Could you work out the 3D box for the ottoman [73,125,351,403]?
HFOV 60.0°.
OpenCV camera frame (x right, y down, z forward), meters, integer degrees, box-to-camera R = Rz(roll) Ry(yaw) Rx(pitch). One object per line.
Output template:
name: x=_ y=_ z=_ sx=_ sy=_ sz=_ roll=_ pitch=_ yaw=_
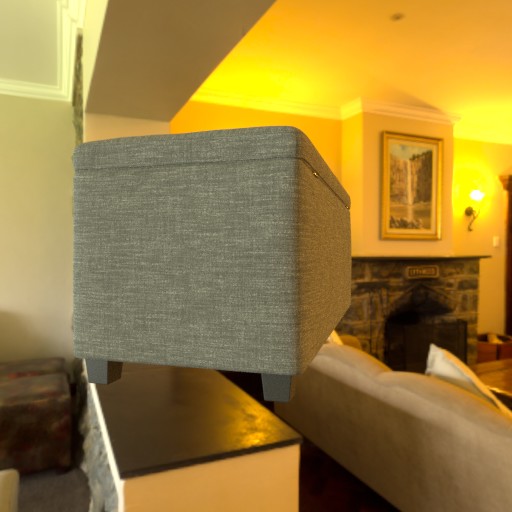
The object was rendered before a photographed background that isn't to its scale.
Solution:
ottoman: x=0.000 y=0.000 z=1.117 sx=0.419 sy=0.432 sz=0.902 roll=0 pitch=1 yaw=17
